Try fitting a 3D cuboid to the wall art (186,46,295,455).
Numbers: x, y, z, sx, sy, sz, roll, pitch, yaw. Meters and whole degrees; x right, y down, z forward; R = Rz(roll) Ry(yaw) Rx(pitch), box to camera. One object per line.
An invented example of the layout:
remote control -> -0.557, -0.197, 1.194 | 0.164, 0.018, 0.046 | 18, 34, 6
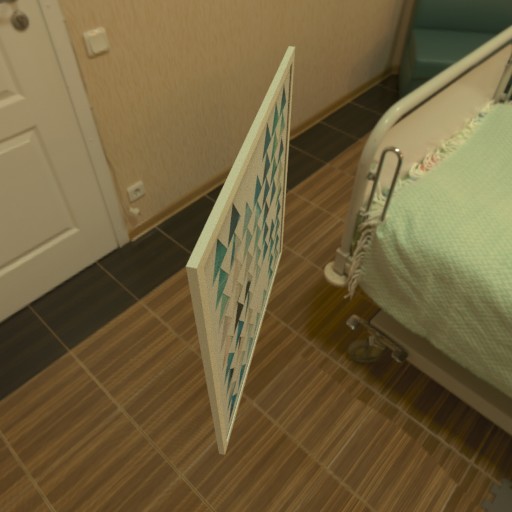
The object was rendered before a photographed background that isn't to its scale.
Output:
wall art -> 0.000, 0.000, 0.843 | 0.012, 0.557, 0.557 | 10, 48, 9
